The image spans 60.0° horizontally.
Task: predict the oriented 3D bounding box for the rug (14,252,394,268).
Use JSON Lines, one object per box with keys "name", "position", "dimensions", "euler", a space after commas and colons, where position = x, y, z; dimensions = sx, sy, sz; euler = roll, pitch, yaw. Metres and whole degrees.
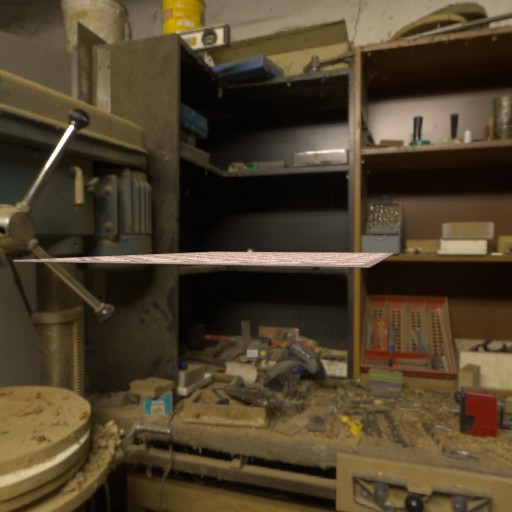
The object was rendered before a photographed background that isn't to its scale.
{"name": "rug", "position": [0.000, 0.000, 4.196], "dimensions": [2.382, 0.018, 3.294], "euler": [1, 2, 19]}
